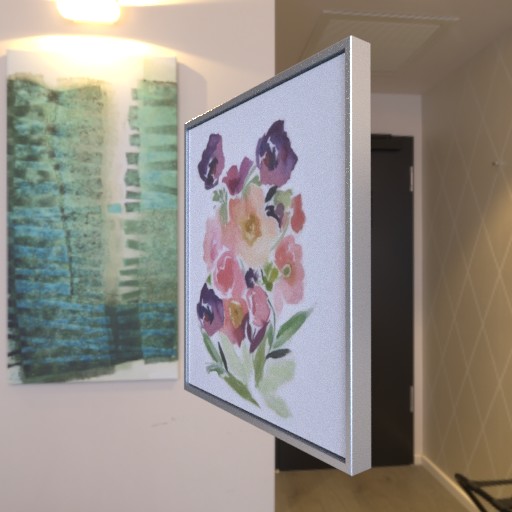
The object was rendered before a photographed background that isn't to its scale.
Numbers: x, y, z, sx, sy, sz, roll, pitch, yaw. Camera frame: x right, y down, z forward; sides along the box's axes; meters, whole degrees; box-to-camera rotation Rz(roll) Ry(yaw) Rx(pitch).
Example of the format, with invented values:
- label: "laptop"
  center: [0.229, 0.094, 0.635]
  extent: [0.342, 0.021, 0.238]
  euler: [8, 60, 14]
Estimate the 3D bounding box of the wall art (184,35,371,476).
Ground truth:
- label: "wall art"
  center: [0.000, 0.000, 0.745]
  extent: [0.038, 0.549, 0.452]
  euler: [0, 0, -36]
